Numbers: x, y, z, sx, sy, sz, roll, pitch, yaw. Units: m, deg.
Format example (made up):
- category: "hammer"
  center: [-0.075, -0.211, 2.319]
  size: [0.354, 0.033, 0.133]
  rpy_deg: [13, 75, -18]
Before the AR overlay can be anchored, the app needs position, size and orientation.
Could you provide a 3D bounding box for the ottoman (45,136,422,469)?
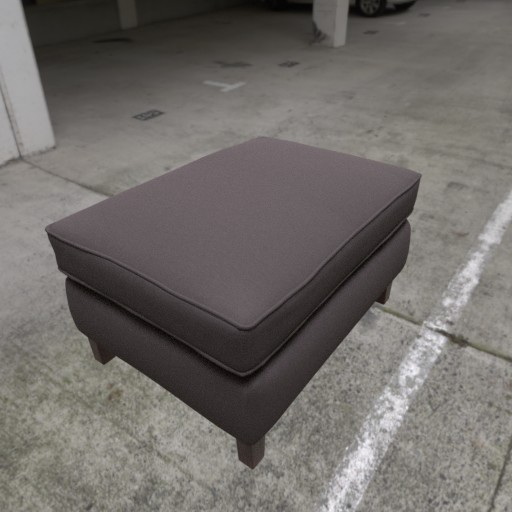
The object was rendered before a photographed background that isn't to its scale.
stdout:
- category: "ottoman"
  center: [0.000, 0.000, 0.983]
  size: [0.508, 0.406, 0.686]
  rpy_deg: [22, 38, 30]
